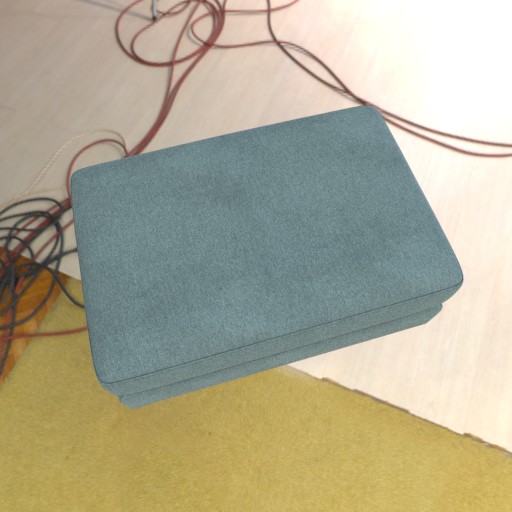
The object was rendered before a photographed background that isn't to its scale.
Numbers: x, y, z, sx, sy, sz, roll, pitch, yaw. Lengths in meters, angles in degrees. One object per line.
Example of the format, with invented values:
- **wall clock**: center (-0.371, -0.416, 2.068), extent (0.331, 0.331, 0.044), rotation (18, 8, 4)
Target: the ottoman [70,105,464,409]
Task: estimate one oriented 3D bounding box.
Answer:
- **ottoman**: center (0.000, 0.000, 1.224), extent (0.864, 0.483, 0.584), rotation (-15, 66, -7)
